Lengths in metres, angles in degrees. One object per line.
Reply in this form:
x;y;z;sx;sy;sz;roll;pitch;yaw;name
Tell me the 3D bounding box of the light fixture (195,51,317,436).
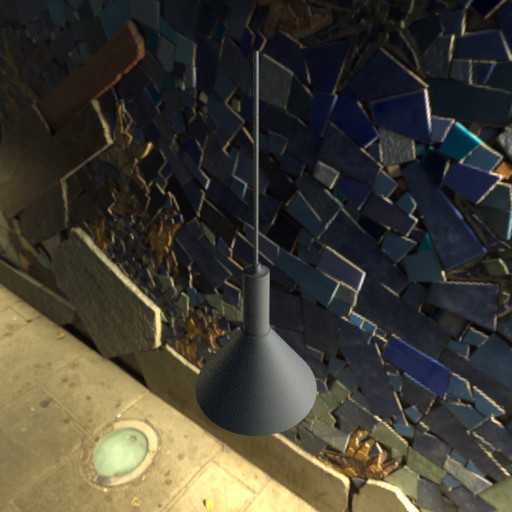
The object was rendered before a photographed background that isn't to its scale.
0.000;0.000;0.809;0.267;0.683;0.267;-21;37;-31;light fixture
